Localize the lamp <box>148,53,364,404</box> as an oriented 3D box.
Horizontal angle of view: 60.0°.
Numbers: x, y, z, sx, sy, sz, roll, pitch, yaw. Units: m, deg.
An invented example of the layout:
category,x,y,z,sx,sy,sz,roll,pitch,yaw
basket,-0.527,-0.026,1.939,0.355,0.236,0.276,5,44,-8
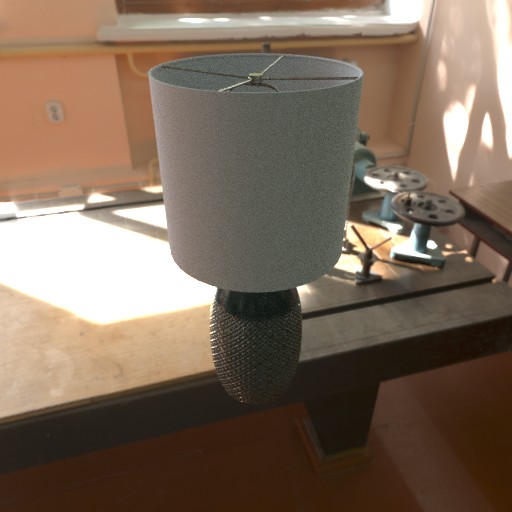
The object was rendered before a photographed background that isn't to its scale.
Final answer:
category,x,y,z,sx,sy,sz,roll,pitch,yaw
lamp,0.000,0.000,0.575,0.217,0.453,0.217,10,34,15
